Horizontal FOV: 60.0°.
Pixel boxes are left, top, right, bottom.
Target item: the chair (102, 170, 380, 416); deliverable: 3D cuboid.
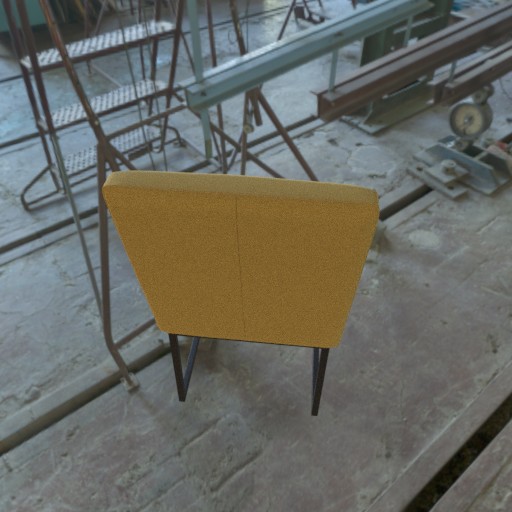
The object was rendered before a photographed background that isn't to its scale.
[{"bbox_3d":[0.000,0.000,1.319,0.520,0.930,0.634,5,46,4],"label":"chair"}]
